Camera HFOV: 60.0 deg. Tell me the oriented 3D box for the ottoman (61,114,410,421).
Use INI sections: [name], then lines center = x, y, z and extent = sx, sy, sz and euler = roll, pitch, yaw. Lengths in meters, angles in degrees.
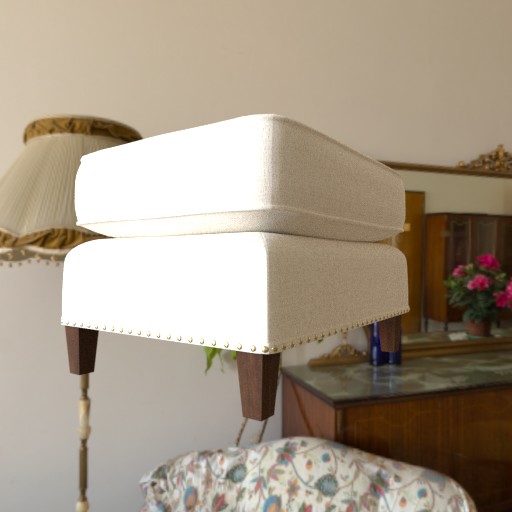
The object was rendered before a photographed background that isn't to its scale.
[ottoman]
center = 0.000, 0.000, 1.135
extent = 0.589, 0.537, 0.738
euler = 0, -1, 35
